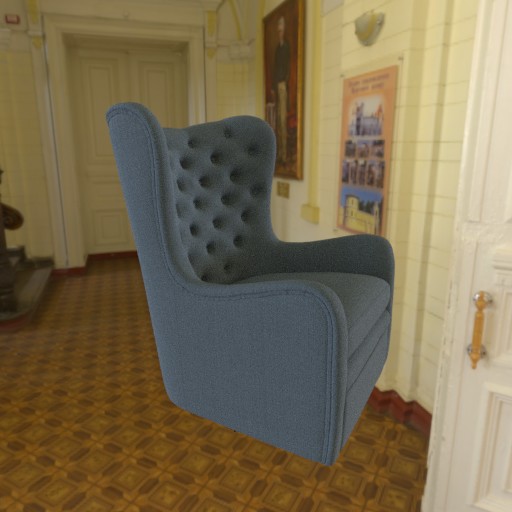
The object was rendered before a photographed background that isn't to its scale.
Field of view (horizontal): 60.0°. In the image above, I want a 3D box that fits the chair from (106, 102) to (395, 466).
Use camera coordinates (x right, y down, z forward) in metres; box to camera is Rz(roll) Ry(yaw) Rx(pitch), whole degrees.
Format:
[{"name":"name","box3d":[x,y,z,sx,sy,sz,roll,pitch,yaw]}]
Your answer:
[{"name":"chair","box3d":[0.000,0.000,1.695,0.930,1.079,0.831,7,16,27]}]
